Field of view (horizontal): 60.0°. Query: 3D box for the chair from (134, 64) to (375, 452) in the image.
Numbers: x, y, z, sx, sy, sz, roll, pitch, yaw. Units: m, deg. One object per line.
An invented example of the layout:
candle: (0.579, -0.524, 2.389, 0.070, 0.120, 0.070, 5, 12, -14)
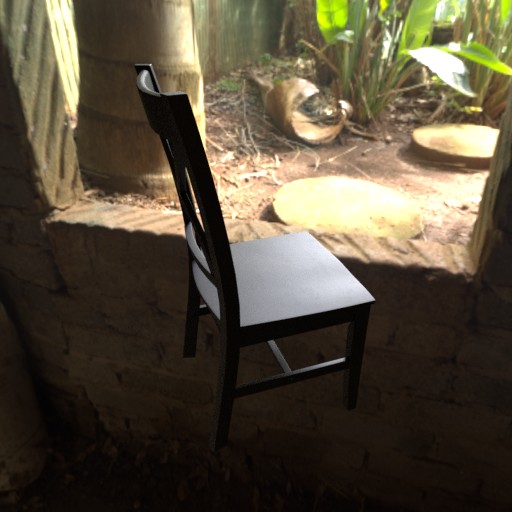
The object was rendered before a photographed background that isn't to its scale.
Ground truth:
chair: (0.000, 0.000, 1.269, 0.542, 0.983, 0.485, -10, 31, -17)
